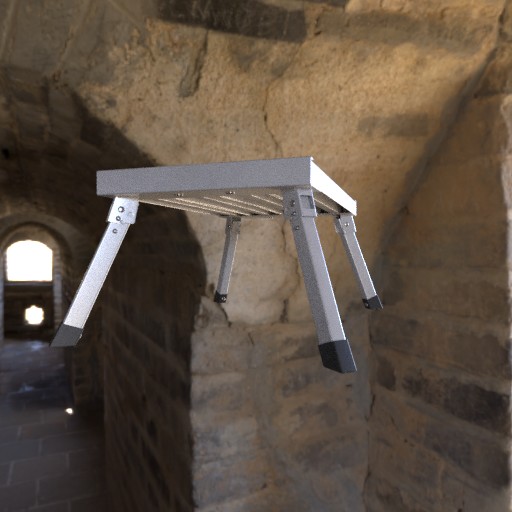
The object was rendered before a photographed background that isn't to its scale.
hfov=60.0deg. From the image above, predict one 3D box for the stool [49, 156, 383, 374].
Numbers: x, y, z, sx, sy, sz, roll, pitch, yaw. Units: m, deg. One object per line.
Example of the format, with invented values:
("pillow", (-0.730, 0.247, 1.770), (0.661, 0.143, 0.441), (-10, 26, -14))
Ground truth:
("stool", (0.000, 0.000, 0.744), (0.385, 0.225, 0.535), (0, 1, 19))
